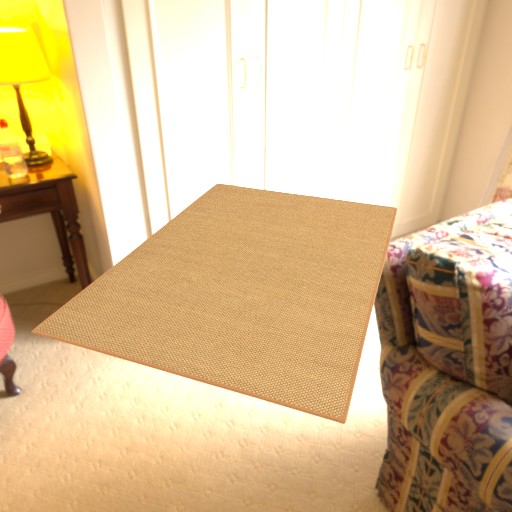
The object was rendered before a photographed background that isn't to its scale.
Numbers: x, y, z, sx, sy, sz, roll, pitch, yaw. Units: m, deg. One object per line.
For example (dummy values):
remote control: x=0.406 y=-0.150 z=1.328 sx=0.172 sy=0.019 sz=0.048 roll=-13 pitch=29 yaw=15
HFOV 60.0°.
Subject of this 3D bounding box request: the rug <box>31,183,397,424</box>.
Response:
rug: x=0.000 y=0.000 z=2.764 sx=1.524 sy=0.013 sz=2.134 roll=11 pitch=32 yaw=18
